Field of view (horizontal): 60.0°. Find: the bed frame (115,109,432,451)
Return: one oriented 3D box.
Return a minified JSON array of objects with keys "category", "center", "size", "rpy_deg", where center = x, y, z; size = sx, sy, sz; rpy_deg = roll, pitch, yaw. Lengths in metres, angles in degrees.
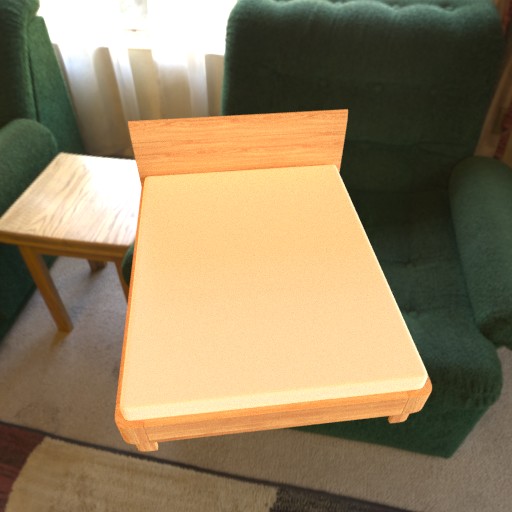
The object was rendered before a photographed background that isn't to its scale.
[{"category":"bed frame","center":[0.000,0.000,2.925],"size":[1.660,0.940,2.092],"rpy_deg":[-5,45,-5]}]
